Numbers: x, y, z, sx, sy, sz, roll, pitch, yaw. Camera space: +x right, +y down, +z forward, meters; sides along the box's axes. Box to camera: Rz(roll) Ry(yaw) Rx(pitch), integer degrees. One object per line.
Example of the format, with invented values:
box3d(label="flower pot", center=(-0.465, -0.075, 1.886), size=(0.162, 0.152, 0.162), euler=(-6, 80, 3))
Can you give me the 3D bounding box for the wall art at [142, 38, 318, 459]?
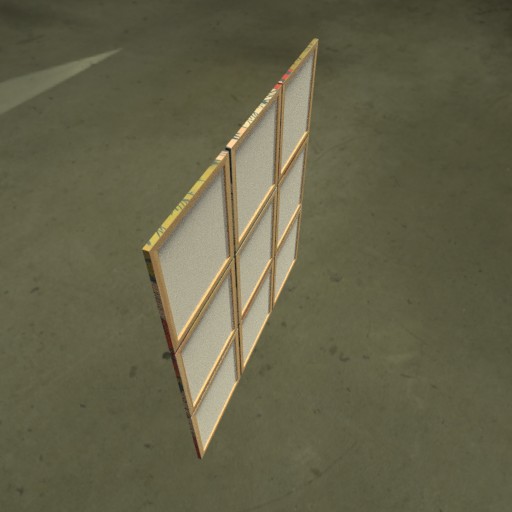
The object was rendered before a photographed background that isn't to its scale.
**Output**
box3d(label="wall art", center=(0.000, 0.000, 1.305), size=(0.013, 0.913, 0.904), euler=(17, 49, 15))
